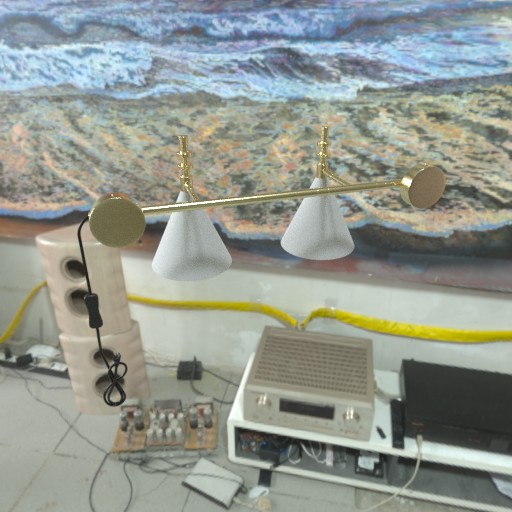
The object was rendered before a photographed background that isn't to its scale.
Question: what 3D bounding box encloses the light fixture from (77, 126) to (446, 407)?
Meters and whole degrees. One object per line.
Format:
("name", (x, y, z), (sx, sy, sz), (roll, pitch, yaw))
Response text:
("light fixture", (0.000, 0.000, 0.877), (0.642, 0.468, 0.239), (-8, 28, -16))
